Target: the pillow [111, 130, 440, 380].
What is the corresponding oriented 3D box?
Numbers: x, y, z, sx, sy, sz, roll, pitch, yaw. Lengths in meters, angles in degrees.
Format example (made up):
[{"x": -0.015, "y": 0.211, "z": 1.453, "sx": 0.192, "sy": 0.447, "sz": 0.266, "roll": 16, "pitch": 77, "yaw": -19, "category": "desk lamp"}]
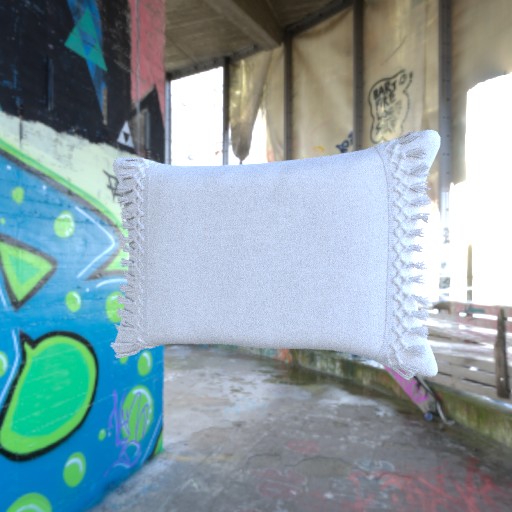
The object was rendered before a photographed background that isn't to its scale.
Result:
[{"x": 0.000, "y": 0.000, "z": 0.605, "sx": 0.466, "sy": 0.305, "sz": 0.084, "roll": 0, "pitch": 0, "yaw": 19, "category": "pillow"}]
